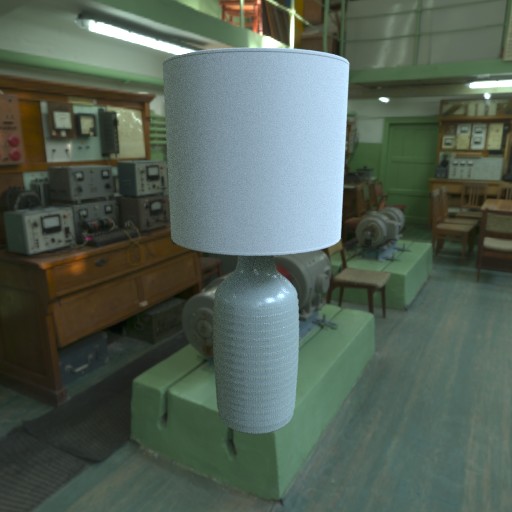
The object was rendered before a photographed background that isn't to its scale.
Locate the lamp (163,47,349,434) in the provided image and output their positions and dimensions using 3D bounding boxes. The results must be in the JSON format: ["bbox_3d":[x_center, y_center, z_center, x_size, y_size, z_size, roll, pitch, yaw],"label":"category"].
[{"bbox_3d":[0.000,0.000,0.595,0.220,0.475,0.220,8,17,27],"label":"lamp"}]
